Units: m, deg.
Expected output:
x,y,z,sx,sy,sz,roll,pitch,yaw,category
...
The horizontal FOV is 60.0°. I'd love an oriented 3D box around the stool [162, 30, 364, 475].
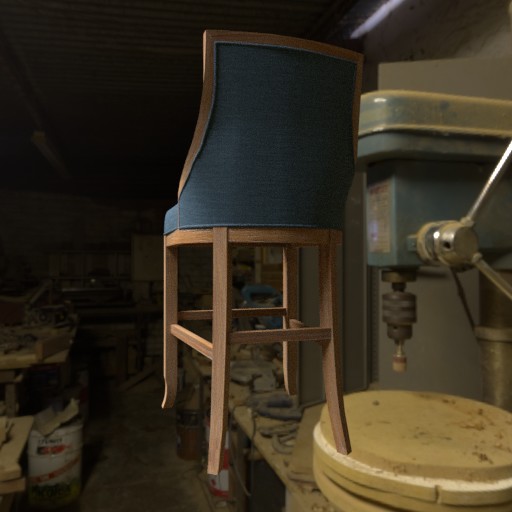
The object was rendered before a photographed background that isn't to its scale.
x,y,z,sx,sy,sz,roll,pitch,yaw,category
0.000,0.000,1.405,0.524,1.101,0.626,0,0,-18,stool
